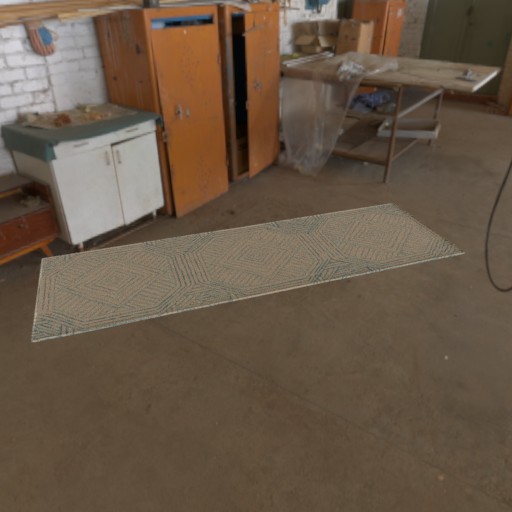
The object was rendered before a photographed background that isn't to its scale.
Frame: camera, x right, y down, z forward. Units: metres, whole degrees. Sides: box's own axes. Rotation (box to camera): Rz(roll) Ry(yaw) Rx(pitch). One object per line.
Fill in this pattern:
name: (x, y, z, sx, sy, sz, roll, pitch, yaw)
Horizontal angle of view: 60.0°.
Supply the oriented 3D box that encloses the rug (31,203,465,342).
rug: (0.000, 0.000, 2.685, 2.452, 0.012, 0.775, -10, 33, -16)
